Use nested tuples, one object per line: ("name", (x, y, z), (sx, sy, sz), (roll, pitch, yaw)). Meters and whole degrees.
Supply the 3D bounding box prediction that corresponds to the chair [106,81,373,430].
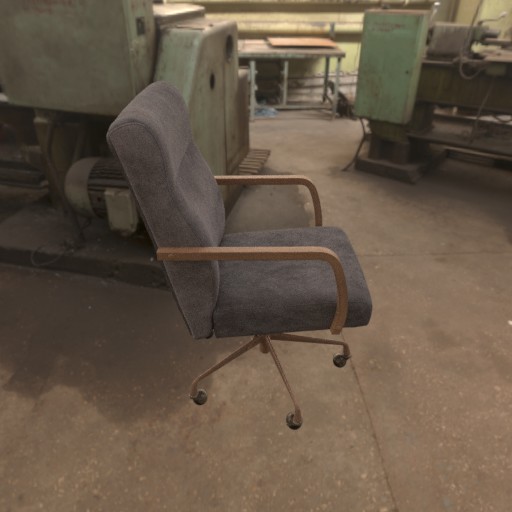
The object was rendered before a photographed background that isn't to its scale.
("chair", (0.000, 0.000, 1.481), (0.741, 1.029, 0.640), (0, 32, -1))
